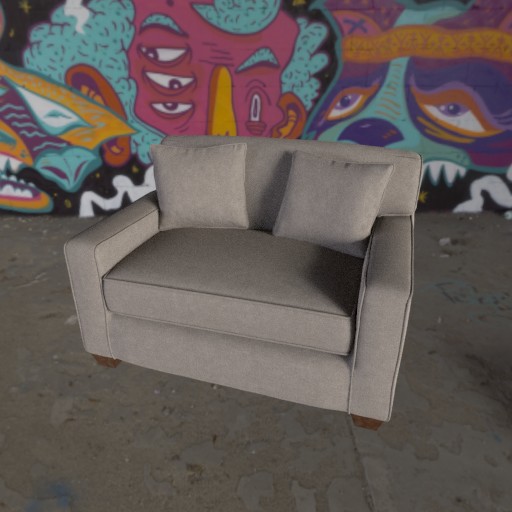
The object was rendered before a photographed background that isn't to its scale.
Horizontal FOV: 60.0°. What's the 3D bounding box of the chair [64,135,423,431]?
[{"bbox_3d":[0.000,0.000,2.088,1.395,0.953,0.992,8,27,16],"label":"chair"}]
